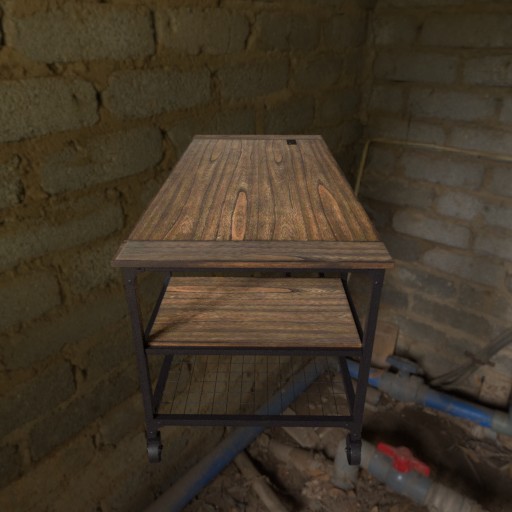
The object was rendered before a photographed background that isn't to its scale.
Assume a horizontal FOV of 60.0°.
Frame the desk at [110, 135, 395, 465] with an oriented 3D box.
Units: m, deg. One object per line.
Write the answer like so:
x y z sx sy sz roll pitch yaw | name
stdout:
0.000 0.000 1.968 0.711 0.751 1.590 0 27 1 | desk
